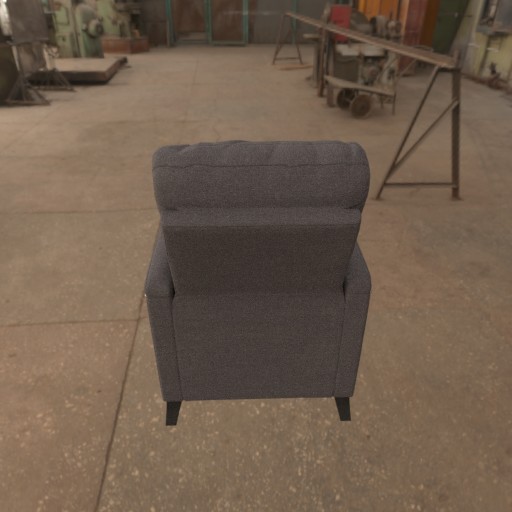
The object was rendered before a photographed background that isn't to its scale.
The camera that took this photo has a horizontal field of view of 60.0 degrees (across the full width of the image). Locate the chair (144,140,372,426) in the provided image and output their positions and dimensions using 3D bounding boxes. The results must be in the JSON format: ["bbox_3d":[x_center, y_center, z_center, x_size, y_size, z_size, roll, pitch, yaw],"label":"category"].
[{"bbox_3d":[0.000,0.000,1.656,0.710,1.049,0.922,-1,31,-2],"label":"chair"}]
